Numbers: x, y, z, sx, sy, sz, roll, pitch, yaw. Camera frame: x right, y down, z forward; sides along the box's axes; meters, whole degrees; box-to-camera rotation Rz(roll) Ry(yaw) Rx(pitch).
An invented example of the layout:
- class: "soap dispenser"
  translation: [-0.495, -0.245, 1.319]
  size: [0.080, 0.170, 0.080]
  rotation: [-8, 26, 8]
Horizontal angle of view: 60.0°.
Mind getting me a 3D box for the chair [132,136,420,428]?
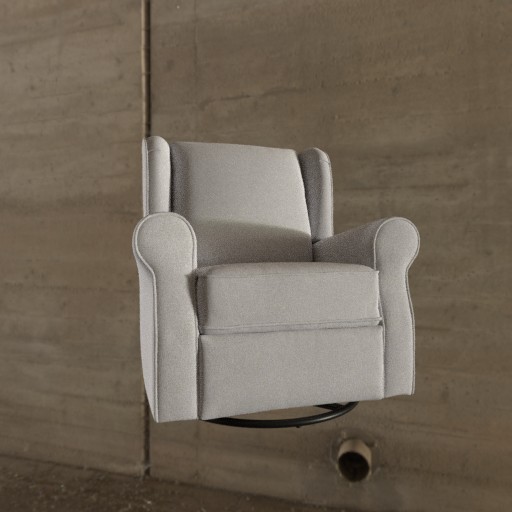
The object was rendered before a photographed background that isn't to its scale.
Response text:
- class: "chair"
  translation: [0.000, 0.000, 1.655]
  size: [0.906, 0.967, 0.854]
  rotation: [0, 1, -17]
